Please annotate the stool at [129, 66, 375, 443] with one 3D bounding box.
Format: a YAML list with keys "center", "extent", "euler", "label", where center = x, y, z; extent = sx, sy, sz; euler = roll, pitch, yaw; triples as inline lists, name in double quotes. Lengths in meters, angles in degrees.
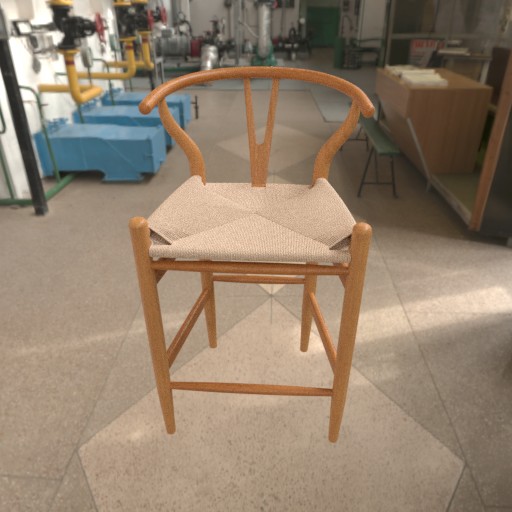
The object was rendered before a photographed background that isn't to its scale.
- center: [0.000, 0.000, 1.311]
  extent: [0.569, 0.970, 0.579]
  euler: [2, 30, 3]
  label: "stool"
